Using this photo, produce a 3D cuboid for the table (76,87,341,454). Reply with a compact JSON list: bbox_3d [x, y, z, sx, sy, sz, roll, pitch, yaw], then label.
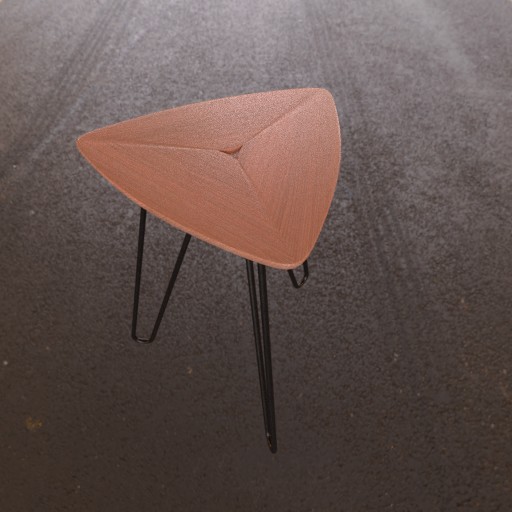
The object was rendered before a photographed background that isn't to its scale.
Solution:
[{"bbox_3d":[0.000,0.000,0.912,0.442,0.564,0.455,31,54,26],"label":"table"}]
